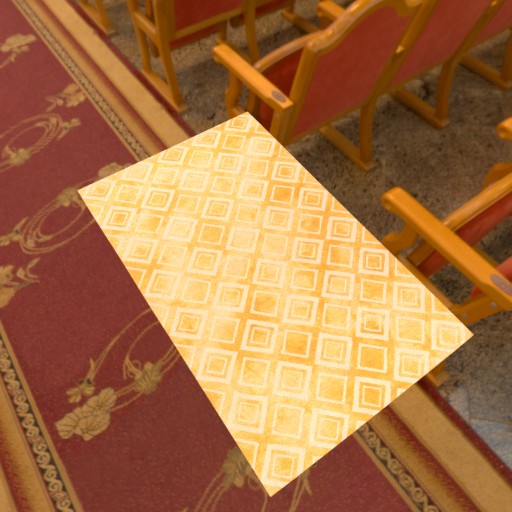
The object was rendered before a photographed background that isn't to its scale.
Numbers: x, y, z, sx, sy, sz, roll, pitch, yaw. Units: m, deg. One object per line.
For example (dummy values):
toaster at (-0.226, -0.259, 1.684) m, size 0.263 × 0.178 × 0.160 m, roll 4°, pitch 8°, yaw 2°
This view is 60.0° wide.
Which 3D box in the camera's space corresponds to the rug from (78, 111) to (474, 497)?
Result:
rug at (0.000, 0.000, 2.963) m, size 1.511 × 0.010 × 2.424 m, roll -31°, pitch 63°, yaw -18°
